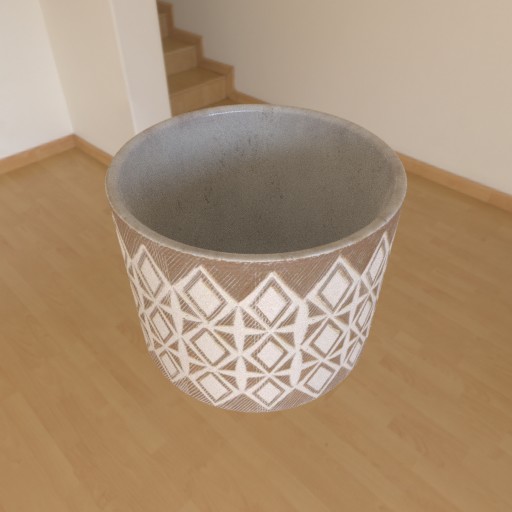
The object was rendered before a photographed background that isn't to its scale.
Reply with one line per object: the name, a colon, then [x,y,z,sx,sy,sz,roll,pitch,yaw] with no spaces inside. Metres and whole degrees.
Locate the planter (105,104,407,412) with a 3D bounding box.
planter: [0.000,0.000,0.346,0.193,0.165,0.193,0,41,0]
